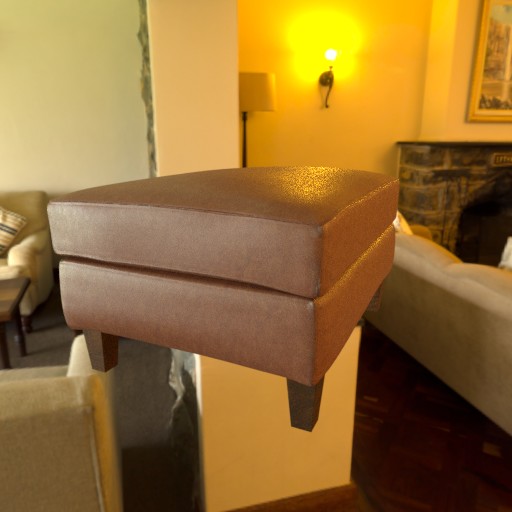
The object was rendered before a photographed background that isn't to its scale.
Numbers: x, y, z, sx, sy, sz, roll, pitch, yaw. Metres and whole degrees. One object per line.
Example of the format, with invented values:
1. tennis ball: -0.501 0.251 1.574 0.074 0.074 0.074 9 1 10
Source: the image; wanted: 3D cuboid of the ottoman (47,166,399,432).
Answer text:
1. ottoman: 0.000 0.000 1.237 0.650 0.485 0.851 7 17 24
